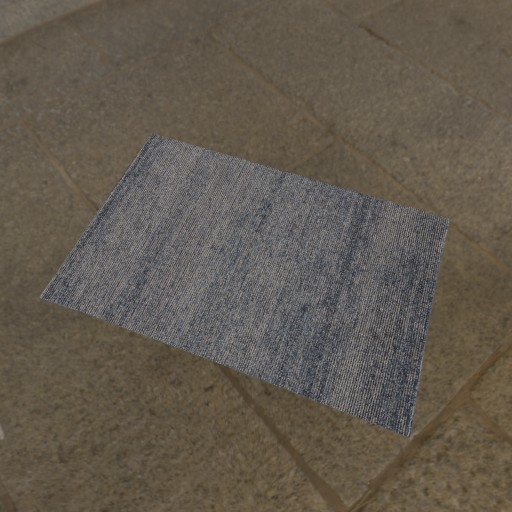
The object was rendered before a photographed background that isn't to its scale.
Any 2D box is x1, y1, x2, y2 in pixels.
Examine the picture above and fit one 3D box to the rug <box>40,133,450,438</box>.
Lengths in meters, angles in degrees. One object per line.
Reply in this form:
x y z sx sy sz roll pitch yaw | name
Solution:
0.000 0.000 2.180 1.740 0.010 1.135 18 61 10 | rug
